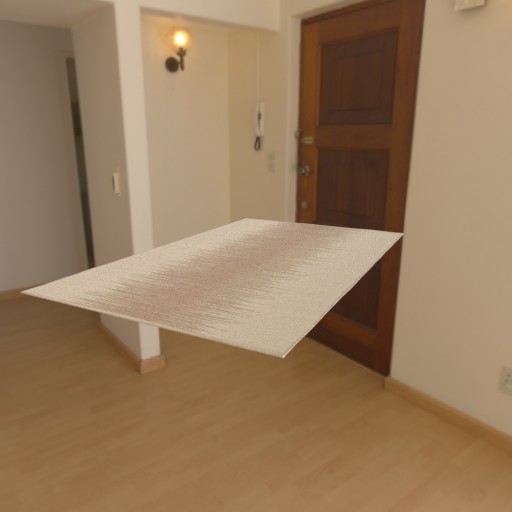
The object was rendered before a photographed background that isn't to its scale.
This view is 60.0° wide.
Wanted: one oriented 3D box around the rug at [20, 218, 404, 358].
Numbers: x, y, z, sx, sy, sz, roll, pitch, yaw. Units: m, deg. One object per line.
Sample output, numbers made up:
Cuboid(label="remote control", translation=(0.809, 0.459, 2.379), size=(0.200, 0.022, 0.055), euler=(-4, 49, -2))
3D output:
Cuboid(label="rug", translation=(0.000, 0.000, 3.029), size=(1.522, 0.012, 2.440), euler=(8, 17, 27))
